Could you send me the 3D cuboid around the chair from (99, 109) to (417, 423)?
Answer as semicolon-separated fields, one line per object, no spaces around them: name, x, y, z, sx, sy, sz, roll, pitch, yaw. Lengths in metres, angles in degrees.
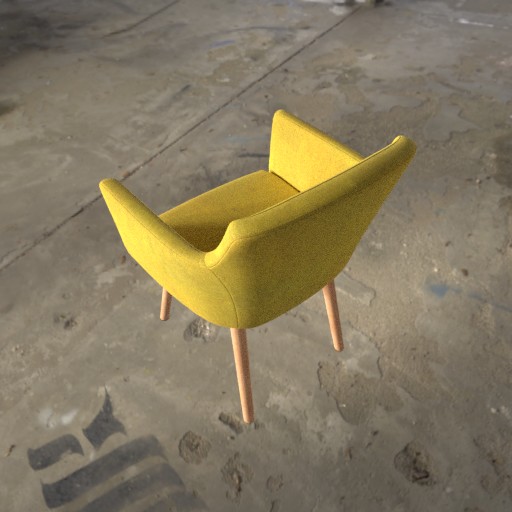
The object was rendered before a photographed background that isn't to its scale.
chair;0.000;0.000;1.189;0.570;0.780;0.570;-30;52;-27
